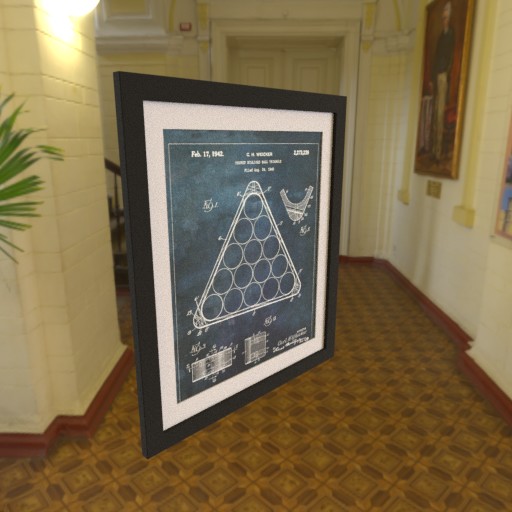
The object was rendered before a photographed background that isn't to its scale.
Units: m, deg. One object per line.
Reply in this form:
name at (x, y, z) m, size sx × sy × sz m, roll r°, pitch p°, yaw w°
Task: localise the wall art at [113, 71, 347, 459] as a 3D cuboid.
wall art at (0.000, 0.000, 0.504) m, size 0.311 × 0.361 × 0.010 m, roll -14°, pitch 20°, yaw -42°
